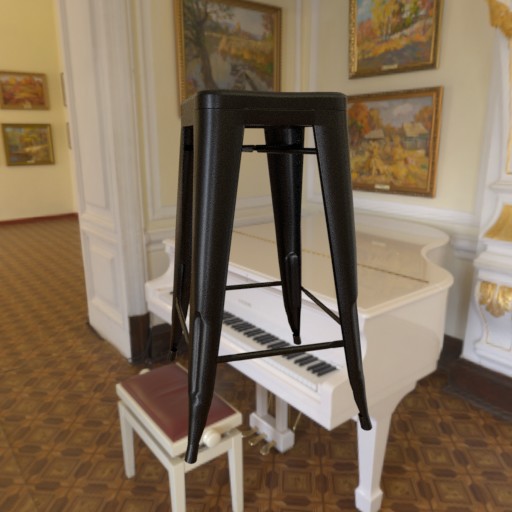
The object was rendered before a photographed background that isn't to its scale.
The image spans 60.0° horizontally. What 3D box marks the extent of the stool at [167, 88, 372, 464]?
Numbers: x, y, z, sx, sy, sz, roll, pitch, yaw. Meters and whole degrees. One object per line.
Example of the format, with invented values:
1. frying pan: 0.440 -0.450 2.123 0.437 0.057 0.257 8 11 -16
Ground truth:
1. stool: 0.000 0.000 0.901 0.423 0.609 0.455 -7 17 -26
